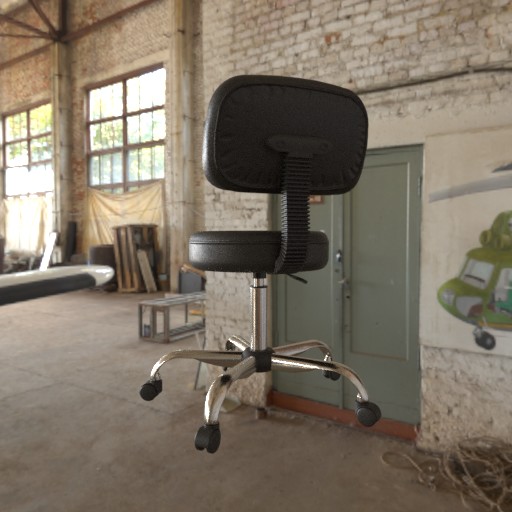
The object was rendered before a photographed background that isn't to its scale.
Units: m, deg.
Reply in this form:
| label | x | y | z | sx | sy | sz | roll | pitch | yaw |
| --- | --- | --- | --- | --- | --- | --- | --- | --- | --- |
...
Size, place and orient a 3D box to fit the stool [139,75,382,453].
| label | x | y | z | sx | sy | sz | roll | pitch | yaw |
| --- | --- | --- | --- | --- | --- | --- | --- | --- | --- |
| stool | 0.000 | 0.000 | 1.329 | 0.673 | 0.862 | 0.648 | -1 | 2 | -19 |
